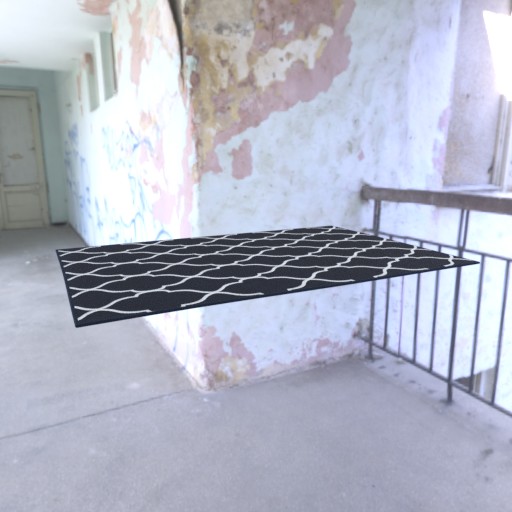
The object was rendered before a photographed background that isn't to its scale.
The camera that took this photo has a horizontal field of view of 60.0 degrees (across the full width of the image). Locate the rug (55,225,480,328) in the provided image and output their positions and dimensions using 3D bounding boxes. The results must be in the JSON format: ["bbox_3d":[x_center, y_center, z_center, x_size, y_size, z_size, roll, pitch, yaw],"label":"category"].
[{"bbox_3d":[0.000,0.000,2.844,2.290,0.014,1.526,-6,15,-26],"label":"rug"}]
